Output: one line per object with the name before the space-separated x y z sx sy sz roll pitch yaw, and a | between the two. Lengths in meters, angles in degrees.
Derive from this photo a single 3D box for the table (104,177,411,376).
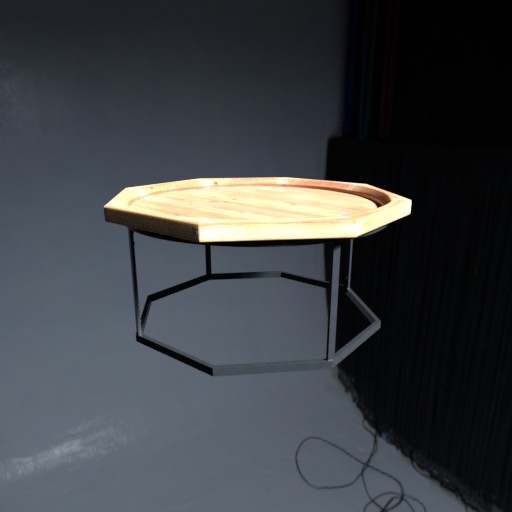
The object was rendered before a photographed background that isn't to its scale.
table | 0.000 0.000 1.568 1.002 0.444 1.002 0 16 0
